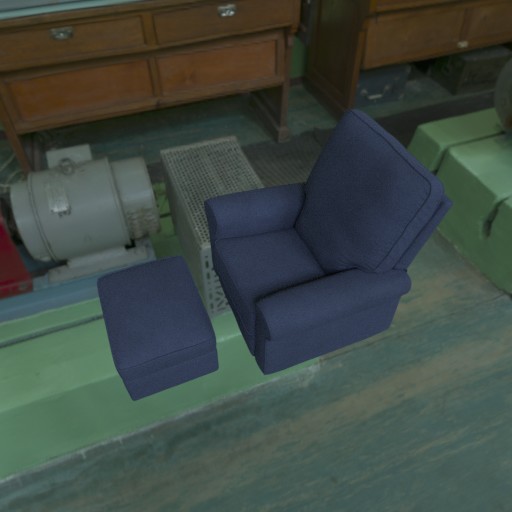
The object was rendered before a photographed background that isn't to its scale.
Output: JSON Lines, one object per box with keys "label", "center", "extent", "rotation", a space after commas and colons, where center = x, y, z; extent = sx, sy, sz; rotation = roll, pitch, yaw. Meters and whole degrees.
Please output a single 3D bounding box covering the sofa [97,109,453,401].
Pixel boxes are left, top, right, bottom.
{"label": "sofa", "center": [0.000, 0.000, 2.083], "extent": [1.478, 0.959, 0.880], "rotation": [-17, 50, -15]}
